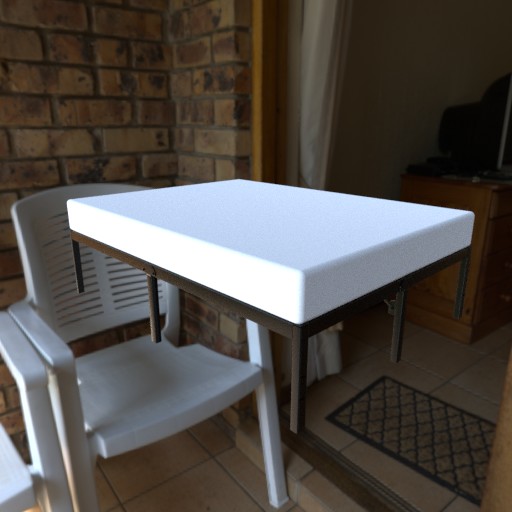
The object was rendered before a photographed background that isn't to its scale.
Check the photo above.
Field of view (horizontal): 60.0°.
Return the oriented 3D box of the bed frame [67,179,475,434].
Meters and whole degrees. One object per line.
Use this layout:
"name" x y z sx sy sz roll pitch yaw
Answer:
"bed frame" 0.000 0.000 2.831 1.557 0.659 2.072 -16 23 -41
